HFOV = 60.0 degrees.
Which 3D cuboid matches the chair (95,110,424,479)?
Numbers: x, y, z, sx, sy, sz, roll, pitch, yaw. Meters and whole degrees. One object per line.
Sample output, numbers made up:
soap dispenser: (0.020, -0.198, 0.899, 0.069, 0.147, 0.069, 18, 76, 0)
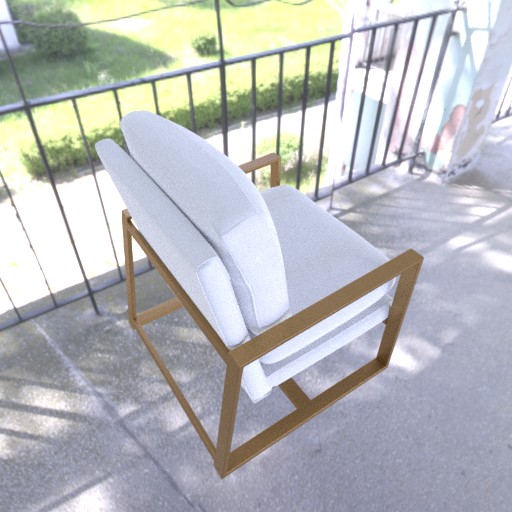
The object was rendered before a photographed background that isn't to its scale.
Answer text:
chair: (0.000, 0.000, 1.547, 0.813, 0.966, 0.805, -24, 47, -25)
